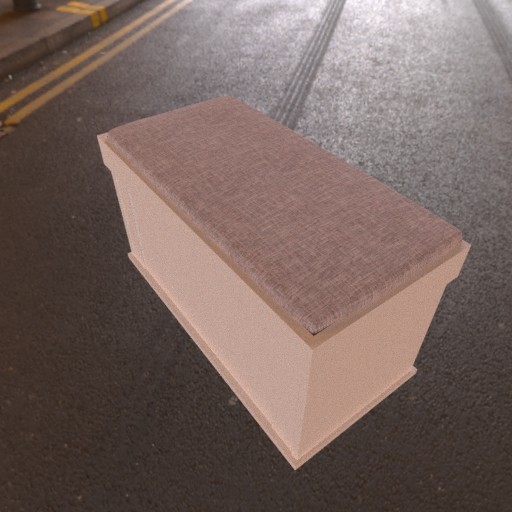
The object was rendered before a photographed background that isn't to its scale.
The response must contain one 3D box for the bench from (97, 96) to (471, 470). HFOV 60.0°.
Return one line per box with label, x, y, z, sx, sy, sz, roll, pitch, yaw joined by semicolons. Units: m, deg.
bench;0.000;0.000;1.010;0.362;0.461;0.734;-27;49;-26
